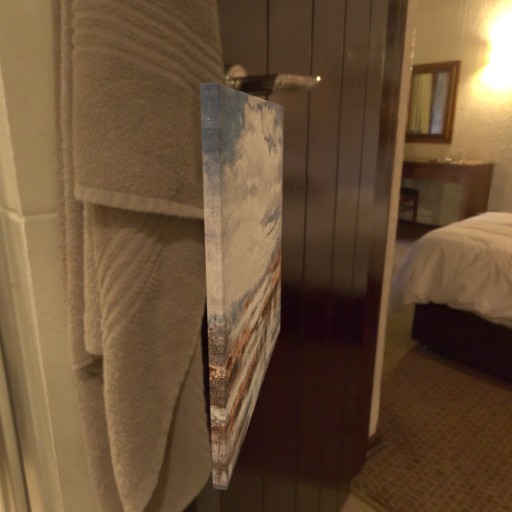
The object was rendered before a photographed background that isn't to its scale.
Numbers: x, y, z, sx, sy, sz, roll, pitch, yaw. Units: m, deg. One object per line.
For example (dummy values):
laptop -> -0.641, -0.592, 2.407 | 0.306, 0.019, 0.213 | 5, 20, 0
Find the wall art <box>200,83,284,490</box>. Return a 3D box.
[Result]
wall art -> 0.000, 0.000, 1.339 | 0.035, 0.897, 0.888 | 3, 16, 11
